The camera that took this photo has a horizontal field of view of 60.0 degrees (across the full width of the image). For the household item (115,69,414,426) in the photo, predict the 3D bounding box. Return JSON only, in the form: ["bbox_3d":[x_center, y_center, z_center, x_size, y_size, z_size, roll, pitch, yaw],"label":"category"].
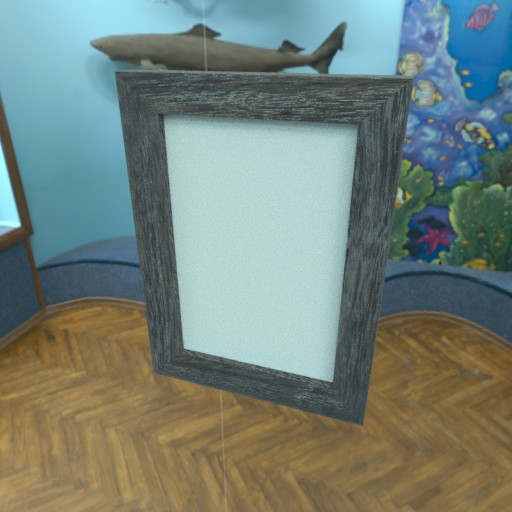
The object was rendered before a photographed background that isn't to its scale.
[{"bbox_3d":[0.000,0.000,0.235,0.133,0.180,0.020,9,27,17],"label":"household item"}]
